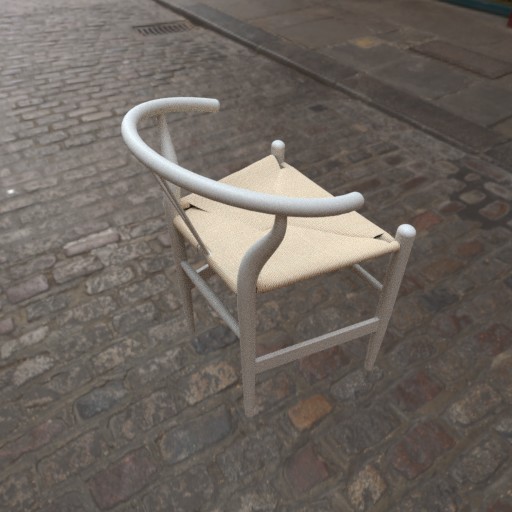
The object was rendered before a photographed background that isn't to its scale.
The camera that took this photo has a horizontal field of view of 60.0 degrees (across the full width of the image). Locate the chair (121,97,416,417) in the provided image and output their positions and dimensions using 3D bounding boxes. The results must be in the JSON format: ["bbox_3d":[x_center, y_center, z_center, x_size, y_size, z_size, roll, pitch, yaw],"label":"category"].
[{"bbox_3d":[0.000,0.000,1.084,0.500,0.736,0.533,-24,46,-25],"label":"chair"}]
